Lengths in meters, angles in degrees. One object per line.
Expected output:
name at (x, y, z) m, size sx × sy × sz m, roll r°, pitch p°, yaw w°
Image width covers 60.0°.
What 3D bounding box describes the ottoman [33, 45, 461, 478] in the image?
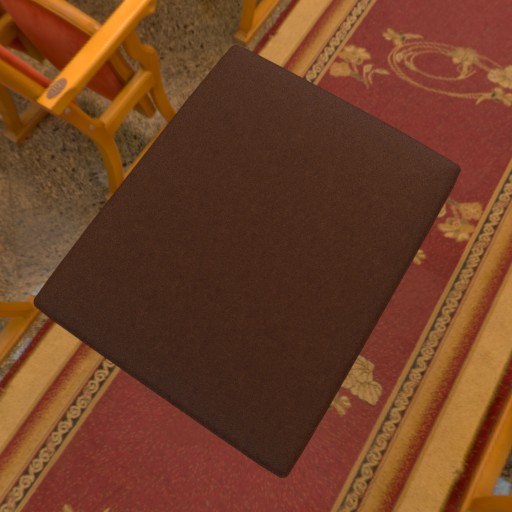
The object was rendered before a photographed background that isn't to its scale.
ottoman at (0.000, 0.000, 1.755) m, size 0.967 × 0.730 × 1.187 m, roll 32°, pitch 77°, yaw 8°
